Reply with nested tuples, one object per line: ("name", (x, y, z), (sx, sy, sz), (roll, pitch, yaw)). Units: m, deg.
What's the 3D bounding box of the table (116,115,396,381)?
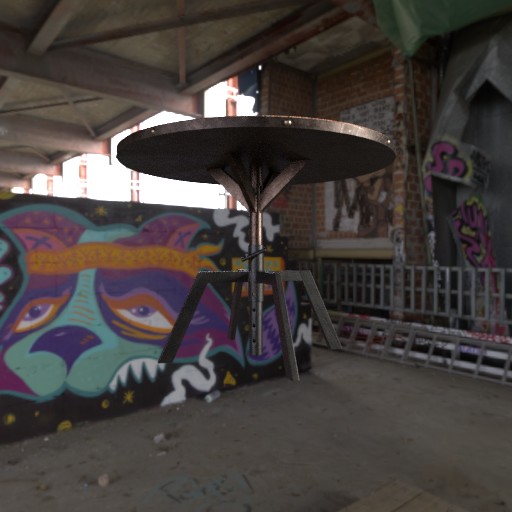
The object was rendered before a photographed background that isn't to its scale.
("table", (0.000, 0.000, 1.471), (0.885, 0.658, 0.885), (0, 0, 0))
